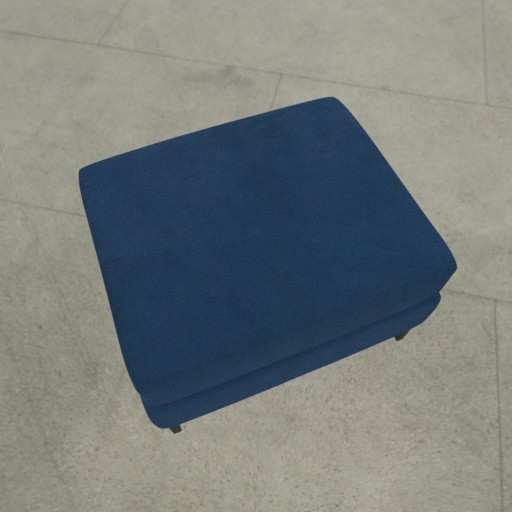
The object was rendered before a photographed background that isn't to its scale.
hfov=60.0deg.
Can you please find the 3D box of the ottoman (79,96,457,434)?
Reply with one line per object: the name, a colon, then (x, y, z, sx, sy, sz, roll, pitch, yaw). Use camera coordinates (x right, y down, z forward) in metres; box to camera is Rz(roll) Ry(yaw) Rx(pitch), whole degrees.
ottoman: (0.000, 0.000, 1.225, 0.794, 0.485, 0.655, -19, 61, -11)
